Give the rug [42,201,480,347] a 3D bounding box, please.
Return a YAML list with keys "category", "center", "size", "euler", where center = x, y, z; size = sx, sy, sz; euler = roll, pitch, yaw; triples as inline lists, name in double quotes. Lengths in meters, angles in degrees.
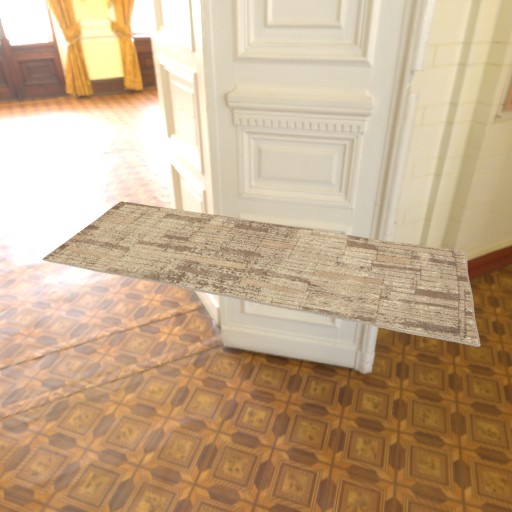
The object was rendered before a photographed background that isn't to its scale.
- category: "rug"
  center: [0.000, 0.000, 2.635]
  size: [2.383, 0.018, 0.857]
  euler: [10, 33, 15]
